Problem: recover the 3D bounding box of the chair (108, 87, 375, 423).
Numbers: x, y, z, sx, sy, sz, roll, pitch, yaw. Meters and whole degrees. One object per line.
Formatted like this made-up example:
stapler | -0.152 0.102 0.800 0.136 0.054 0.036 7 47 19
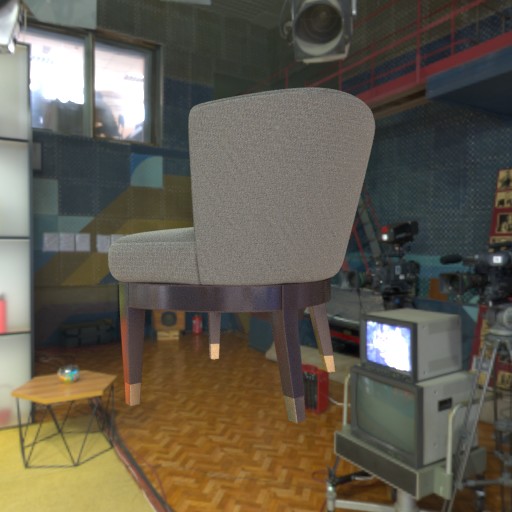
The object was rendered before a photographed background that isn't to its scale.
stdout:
chair | 0.000 0.000 1.286 0.660 0.760 0.700 0 1 19
